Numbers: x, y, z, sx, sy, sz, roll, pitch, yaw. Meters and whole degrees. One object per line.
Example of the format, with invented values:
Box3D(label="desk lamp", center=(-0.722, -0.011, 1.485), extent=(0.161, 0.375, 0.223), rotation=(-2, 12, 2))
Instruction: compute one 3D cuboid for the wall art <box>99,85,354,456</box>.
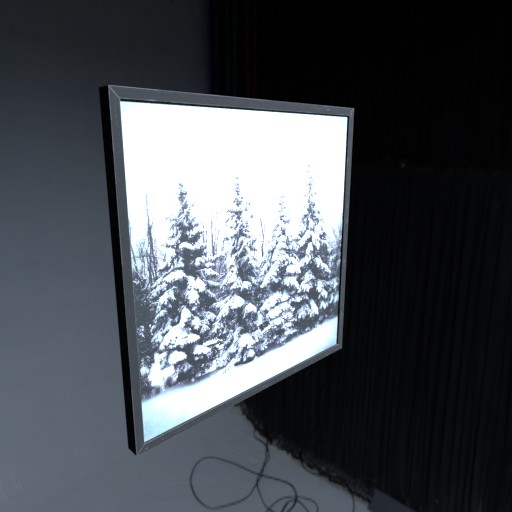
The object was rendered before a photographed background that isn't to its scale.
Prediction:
Box3D(label="wall art", center=(0.000, 0.000, 1.143), extent=(0.761, 0.761, 0.037), rotation=(-13, 19, -43))
